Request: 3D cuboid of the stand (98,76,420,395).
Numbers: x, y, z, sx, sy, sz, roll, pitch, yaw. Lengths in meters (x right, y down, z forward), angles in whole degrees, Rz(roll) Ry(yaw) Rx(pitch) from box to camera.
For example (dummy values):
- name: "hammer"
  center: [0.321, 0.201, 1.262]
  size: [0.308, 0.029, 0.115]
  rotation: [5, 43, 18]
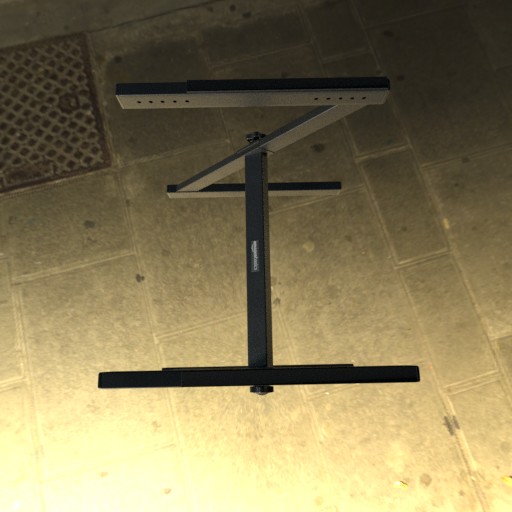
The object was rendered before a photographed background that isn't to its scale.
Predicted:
- name: "stand"
  center: [0.000, 0.000, 1.163]
  size: [0.586, 0.617, 0.700]
  rotation: [-1, 77, 0]
